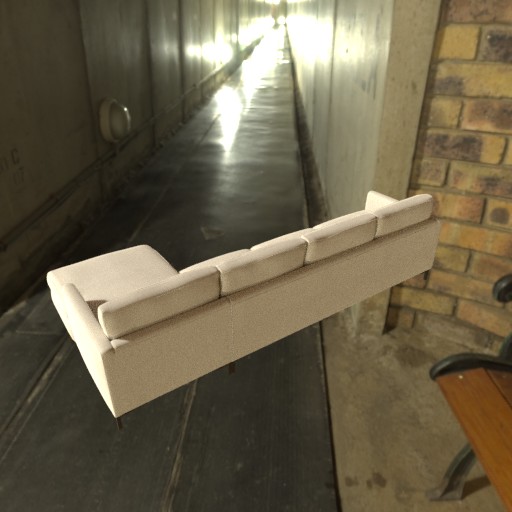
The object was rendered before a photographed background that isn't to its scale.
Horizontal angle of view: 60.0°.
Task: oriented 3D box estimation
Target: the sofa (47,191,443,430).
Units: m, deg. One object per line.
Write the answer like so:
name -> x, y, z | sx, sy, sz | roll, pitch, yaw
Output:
sofa -> 0.000, 0.000, 2.972 | 2.445, 0.677, 1.126 | -19, 35, -29
